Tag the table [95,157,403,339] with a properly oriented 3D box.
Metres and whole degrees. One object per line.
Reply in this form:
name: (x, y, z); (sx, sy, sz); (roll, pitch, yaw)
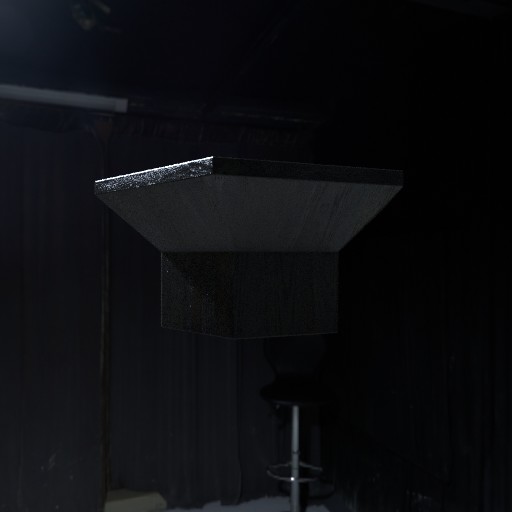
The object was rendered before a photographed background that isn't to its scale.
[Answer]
table: (0.000, 0.000, 1.634); (1.115, 0.488, 0.966); (0, 0, -19)
